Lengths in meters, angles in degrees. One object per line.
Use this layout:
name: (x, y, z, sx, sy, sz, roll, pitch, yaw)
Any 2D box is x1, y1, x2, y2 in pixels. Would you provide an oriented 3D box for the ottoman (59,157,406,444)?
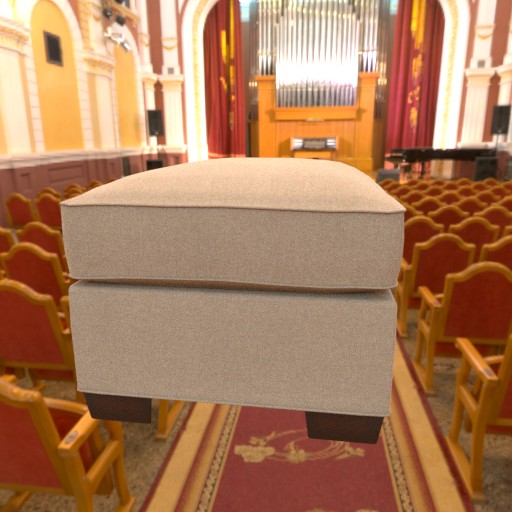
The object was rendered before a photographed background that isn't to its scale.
ottoman: (0.000, 0.000, 1.195, 0.617, 0.503, 0.846, 2, 15, 8)
